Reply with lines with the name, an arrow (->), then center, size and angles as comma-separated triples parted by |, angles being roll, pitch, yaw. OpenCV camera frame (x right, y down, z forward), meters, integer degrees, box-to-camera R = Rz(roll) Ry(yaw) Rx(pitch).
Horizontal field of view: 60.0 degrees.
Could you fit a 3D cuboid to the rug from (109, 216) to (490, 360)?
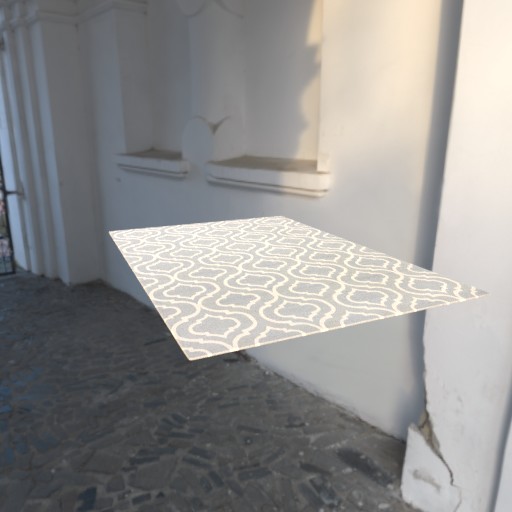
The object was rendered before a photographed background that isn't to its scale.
rug -> 0.000, 0.000, 2.676 | 1.451, 0.010, 2.080 | -7, 18, -24
